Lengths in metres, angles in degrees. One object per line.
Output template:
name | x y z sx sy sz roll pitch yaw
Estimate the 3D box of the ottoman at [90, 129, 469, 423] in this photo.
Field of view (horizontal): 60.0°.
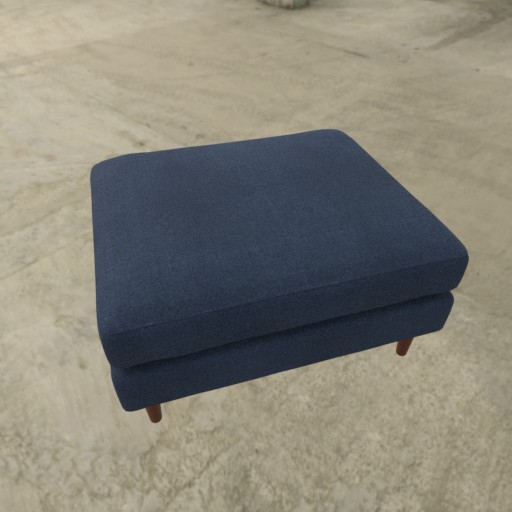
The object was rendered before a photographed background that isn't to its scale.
ottoman | 0.000 0.000 1.255 0.821 0.474 0.693 -11 42 -13
